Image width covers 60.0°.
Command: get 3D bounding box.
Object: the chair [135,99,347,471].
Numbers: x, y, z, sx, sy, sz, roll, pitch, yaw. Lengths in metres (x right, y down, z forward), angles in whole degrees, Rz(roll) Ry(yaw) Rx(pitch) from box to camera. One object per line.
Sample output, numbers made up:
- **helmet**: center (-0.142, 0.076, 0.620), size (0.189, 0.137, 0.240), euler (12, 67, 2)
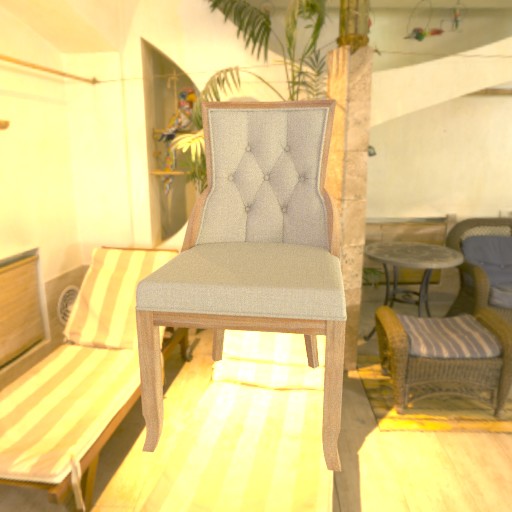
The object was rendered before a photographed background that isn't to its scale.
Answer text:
- **chair**: center (0.000, 0.000, 1.345), size (0.524, 0.947, 0.641), euler (2, 14, 8)
